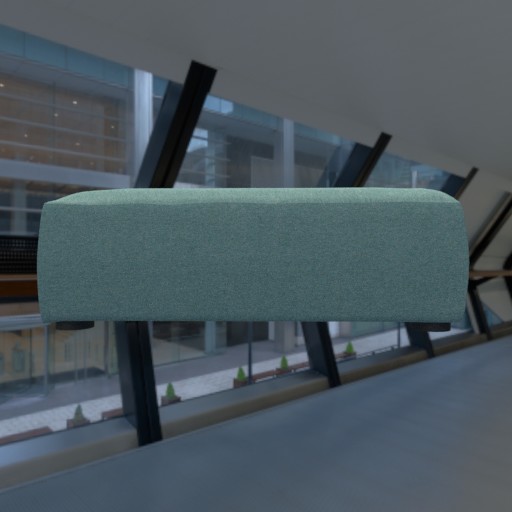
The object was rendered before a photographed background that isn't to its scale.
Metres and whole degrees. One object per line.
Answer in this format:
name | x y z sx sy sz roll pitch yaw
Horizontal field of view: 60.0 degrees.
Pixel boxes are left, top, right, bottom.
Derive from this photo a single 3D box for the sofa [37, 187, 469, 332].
sofa | 0.000 0.000 1.417 0.930 0.330 0.930 0 0 1
